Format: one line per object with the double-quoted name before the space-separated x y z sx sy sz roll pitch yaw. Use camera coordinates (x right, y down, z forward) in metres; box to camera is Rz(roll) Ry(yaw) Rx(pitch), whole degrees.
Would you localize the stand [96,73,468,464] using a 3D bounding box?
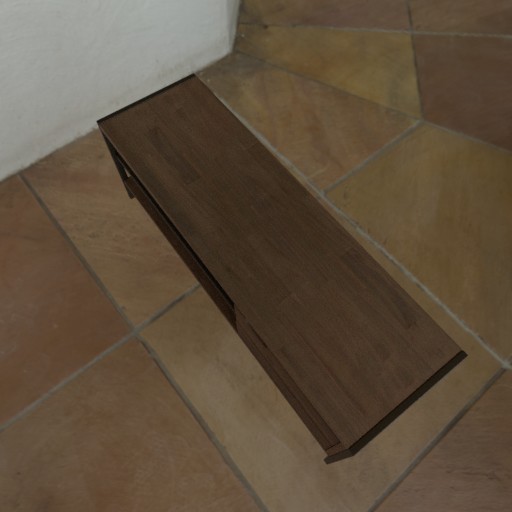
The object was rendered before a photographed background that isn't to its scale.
"stand" 0.000 0.000 1.732 0.454 0.506 1.480 -33 67 -16
